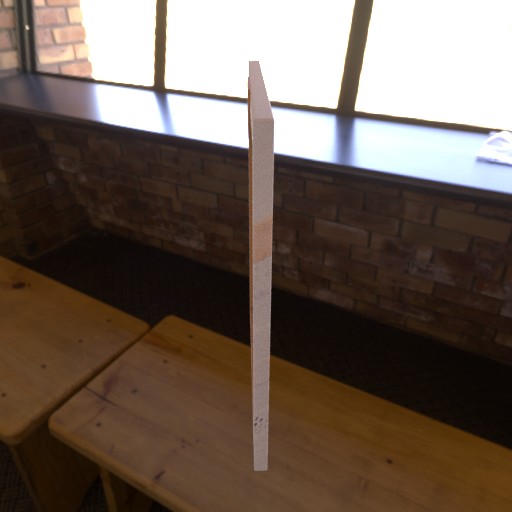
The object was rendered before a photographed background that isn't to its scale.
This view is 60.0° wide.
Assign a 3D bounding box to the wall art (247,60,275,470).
[{"bbox_3d":[0.000,0.000,1.363,0.045,1.014,0.759,-1,31,-1],"label":"wall art"}]
